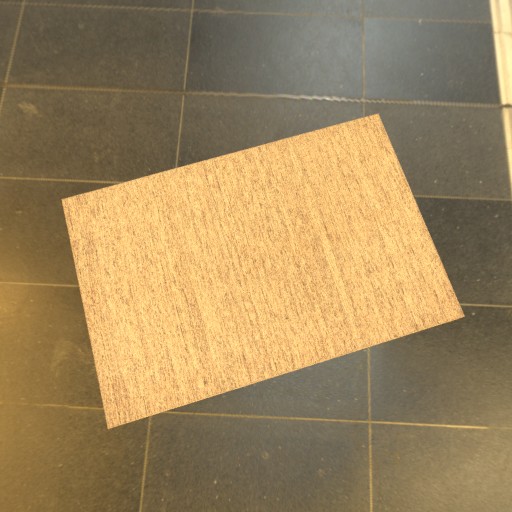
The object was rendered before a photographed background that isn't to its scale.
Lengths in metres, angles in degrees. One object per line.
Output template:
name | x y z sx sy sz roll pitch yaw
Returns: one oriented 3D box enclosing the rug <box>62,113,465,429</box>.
rug | 0.000 0.000 2.332 1.840 0.013 1.225 -16 75 -4
